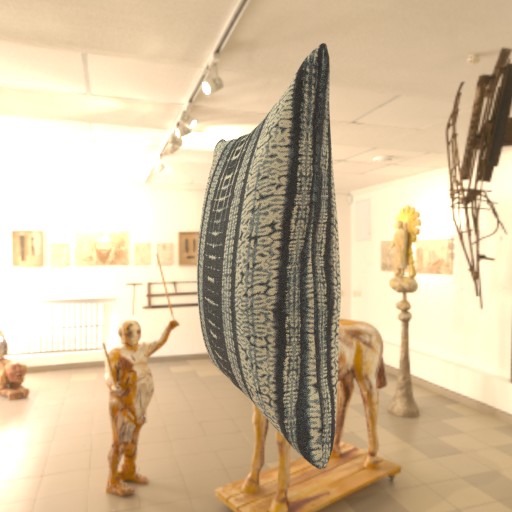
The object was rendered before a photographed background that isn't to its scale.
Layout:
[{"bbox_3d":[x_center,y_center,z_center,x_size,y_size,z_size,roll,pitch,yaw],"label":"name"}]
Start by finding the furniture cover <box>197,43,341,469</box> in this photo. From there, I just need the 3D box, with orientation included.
[{"bbox_3d":[0.000,0.000,0.647,0.133,0.435,0.425,0,1,-19],"label":"furniture cover"}]
